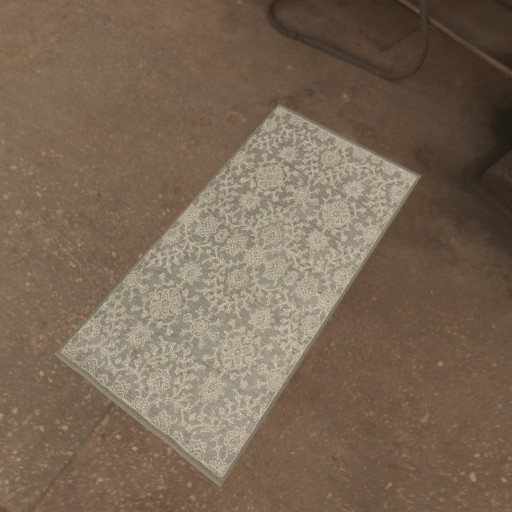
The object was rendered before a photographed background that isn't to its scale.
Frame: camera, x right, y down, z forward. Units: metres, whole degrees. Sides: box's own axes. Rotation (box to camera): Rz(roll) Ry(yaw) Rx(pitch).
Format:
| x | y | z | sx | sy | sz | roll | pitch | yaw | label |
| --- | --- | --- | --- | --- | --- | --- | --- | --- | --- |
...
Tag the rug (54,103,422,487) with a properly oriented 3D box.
| x | y | z | sx | sy | sz | roll | pitch | yaw | label |
| --- | --- | --- | --- | --- | --- | --- | --- | --- | --- |
| 0.000 | 0.000 | 3.658 | 1.546 | 0.011 | 3.048 | 32 | 68 | 15 | rug |
